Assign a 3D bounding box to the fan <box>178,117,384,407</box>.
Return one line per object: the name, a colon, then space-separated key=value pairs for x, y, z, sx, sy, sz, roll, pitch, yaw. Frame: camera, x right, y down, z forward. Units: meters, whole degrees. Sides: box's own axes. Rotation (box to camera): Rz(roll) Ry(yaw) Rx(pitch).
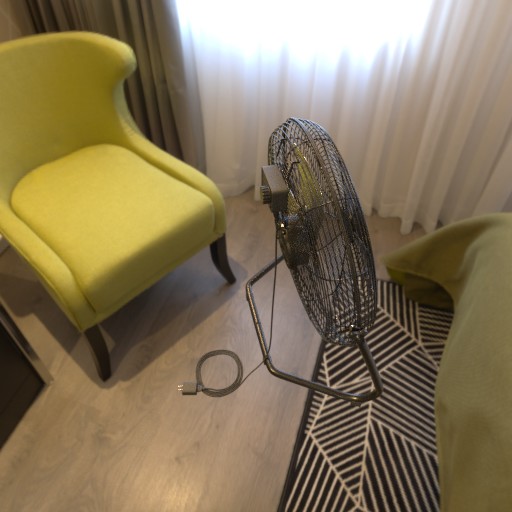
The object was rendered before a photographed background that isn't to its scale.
fan: x=0.000 y=0.000 z=1.031 sx=0.470 sy=0.605 sz=0.595 roll=-10 pitch=48 yaw=-9
